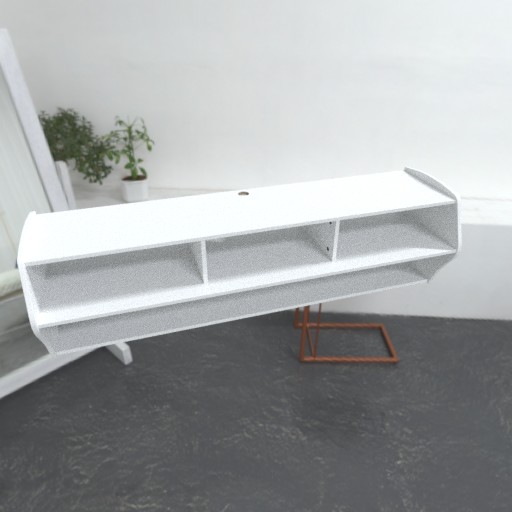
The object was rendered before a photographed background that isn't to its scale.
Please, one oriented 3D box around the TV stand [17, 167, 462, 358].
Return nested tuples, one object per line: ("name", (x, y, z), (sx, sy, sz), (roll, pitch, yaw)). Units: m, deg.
("TV stand", (0.000, 0.000, 1.624), (1.473, 0.424, 0.397), (-9, 32, -15))
